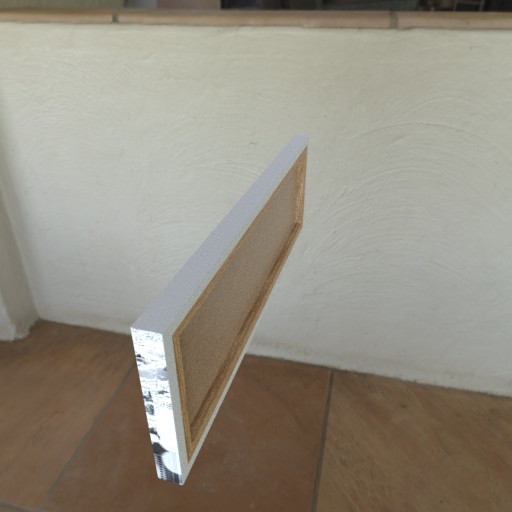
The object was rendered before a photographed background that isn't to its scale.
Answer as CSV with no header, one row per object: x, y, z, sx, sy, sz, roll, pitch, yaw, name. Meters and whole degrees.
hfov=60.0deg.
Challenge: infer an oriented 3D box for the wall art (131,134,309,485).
0.000,0.000,0.829,0.038,0.255,0.763,9,32,15,wall art
